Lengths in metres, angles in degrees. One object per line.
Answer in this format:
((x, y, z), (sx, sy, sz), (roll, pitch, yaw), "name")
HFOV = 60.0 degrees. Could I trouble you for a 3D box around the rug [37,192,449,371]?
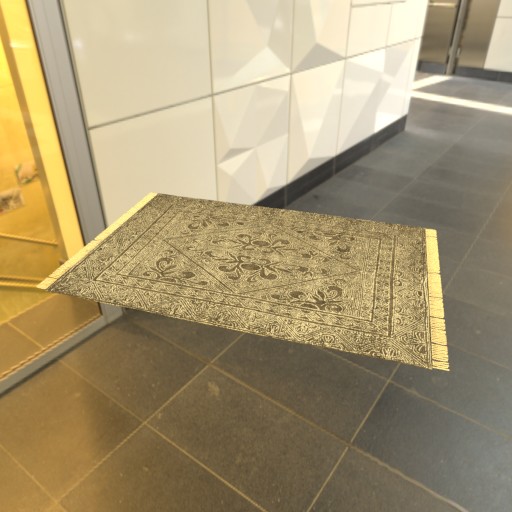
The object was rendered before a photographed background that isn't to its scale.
((0.000, 0.000, 3.091), (2.440, 0.010, 1.529), (9, 33, 14), "rug")
